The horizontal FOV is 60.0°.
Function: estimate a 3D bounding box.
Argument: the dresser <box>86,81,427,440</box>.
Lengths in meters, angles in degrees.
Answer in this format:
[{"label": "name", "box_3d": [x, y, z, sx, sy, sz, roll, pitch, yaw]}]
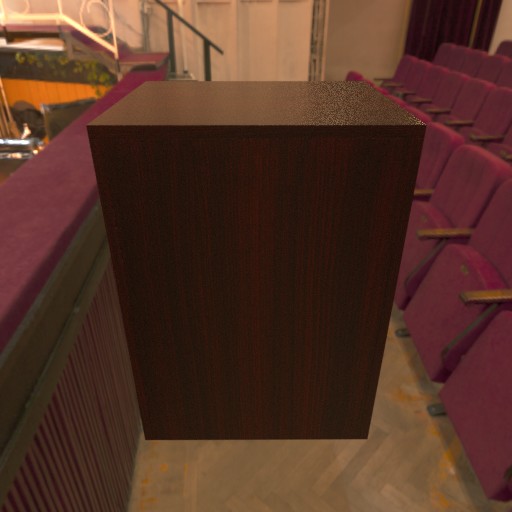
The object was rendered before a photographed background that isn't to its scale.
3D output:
[{"label": "dresser", "box_3d": [0.000, 0.000, 0.815, 0.400, 0.560, 0.360, 0, 30, 0]}]
